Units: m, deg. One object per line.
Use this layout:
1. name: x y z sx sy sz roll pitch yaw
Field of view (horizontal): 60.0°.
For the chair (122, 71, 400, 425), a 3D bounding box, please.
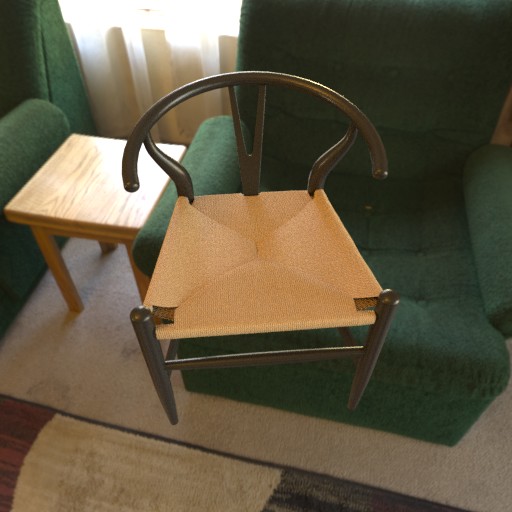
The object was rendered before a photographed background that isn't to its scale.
1. chair: 0.000 0.000 1.165 0.570 0.739 0.570 -4 46 -3
